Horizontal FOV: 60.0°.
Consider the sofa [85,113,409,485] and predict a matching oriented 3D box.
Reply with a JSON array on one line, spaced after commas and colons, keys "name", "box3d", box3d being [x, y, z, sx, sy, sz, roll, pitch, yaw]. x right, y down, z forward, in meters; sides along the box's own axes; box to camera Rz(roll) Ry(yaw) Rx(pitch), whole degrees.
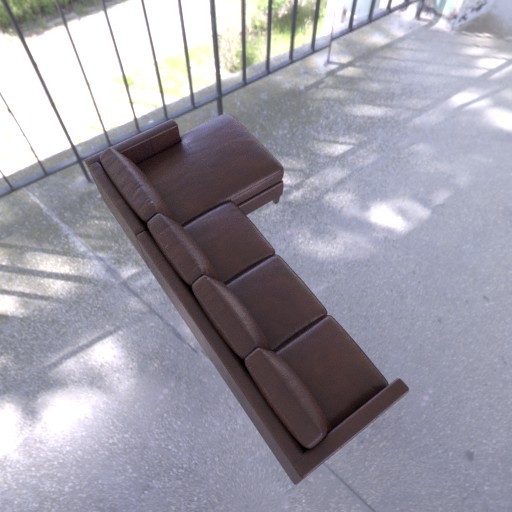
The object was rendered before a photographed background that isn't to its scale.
[{"name": "sofa", "box3d": [0.000, 0.000, 3.855, 1.581, 0.883, 3.203, -31, 64, -17]}]
